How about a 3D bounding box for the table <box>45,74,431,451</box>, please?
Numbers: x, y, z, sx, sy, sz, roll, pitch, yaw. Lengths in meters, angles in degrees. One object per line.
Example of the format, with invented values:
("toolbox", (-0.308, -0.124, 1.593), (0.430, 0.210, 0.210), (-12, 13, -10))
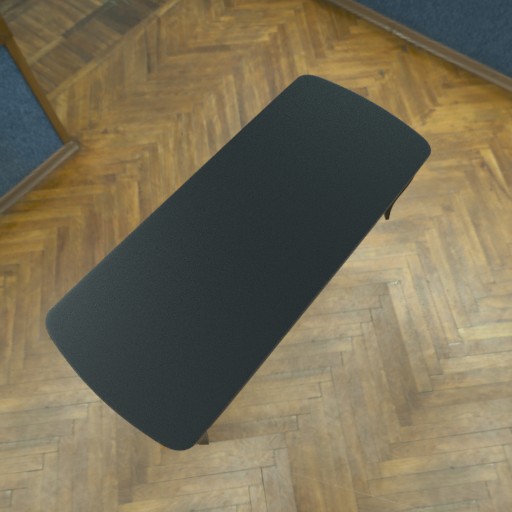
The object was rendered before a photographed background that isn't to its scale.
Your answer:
("table", (0.000, 0.000, 1.602), (0.571, 0.457, 1.333), (37, 70, 16))
